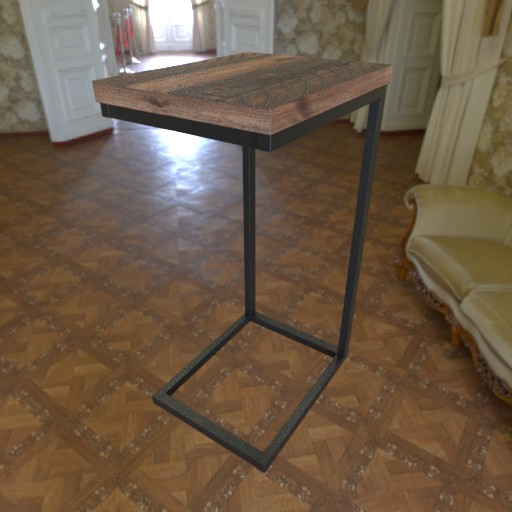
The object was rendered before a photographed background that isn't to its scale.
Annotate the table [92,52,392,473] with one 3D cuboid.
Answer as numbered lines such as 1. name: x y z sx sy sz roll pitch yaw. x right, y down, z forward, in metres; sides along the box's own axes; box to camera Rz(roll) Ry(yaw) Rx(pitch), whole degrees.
1. table: 0.000 0.000 0.924 0.323 0.718 0.414 20 36 29
